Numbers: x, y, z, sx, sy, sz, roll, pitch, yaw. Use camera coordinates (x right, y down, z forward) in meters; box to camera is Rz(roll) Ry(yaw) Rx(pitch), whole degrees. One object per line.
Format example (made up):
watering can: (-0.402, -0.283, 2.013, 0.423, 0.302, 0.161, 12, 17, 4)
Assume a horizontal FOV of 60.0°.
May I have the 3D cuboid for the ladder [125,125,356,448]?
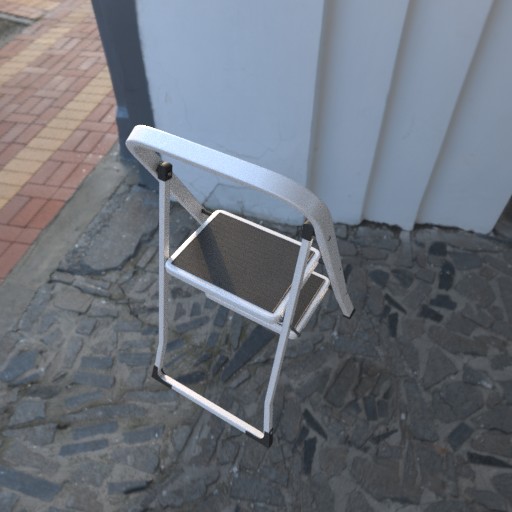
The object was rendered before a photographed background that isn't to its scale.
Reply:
ladder: (0.000, 0.000, 1.118, 0.460, 0.810, 0.544, 24, 52, 20)
